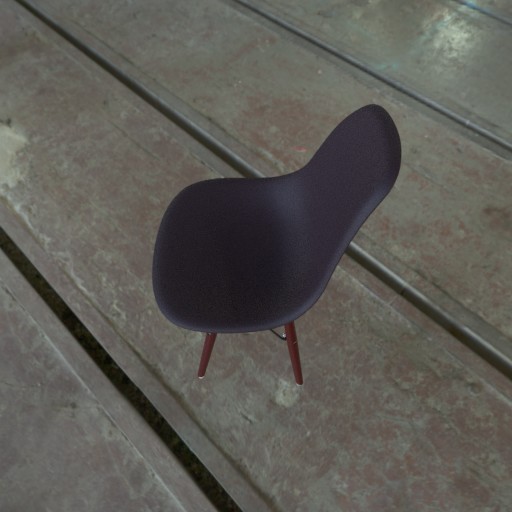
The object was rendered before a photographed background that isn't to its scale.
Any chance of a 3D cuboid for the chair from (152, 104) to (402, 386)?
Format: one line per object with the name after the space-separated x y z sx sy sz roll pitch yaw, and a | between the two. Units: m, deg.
0.000 0.000 1.170 0.533 0.826 0.470 0 58 0 | chair
